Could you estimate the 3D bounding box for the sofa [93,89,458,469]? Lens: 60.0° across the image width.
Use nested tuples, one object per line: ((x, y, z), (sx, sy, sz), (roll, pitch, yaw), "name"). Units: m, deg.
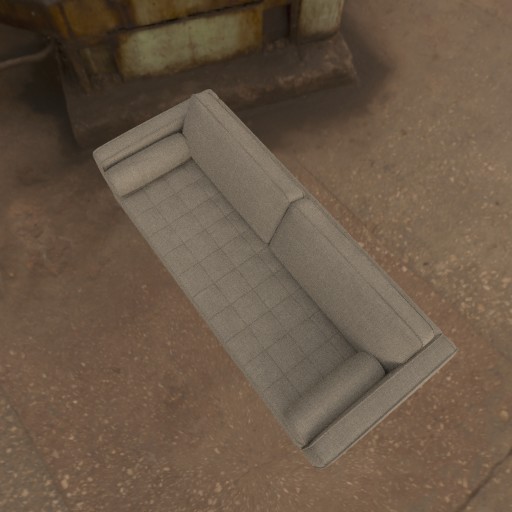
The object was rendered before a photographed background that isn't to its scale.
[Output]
((0.000, 0.000, 2.616), (0.914, 0.762, 2.211), (-34, 69, -15), "sofa")
